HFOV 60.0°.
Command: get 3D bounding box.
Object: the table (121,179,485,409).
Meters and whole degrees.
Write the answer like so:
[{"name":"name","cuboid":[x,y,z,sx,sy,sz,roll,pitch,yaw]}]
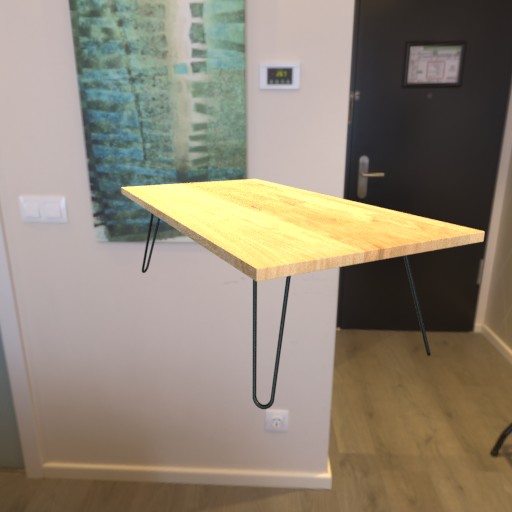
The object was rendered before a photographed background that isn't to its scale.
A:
[{"name":"table","cuboid":[0.000,0.000,1.677,0.699,0.400,1.348,-8,19,-26]}]
